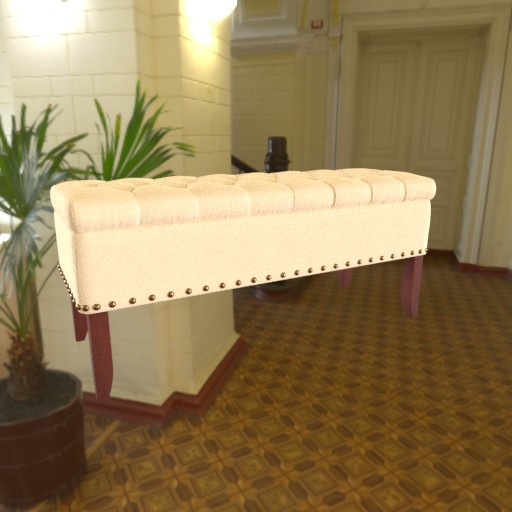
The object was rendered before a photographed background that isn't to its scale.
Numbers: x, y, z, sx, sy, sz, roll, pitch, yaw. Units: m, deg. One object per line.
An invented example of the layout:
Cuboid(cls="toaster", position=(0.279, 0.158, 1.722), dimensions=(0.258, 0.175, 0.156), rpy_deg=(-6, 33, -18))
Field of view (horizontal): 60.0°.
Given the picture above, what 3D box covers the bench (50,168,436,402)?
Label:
Cuboid(cls="bench", position=(0.000, 0.000, 1.316), dimensions=(1.054, 0.470, 0.400), rpy_deg=(-8, 17, -28))
